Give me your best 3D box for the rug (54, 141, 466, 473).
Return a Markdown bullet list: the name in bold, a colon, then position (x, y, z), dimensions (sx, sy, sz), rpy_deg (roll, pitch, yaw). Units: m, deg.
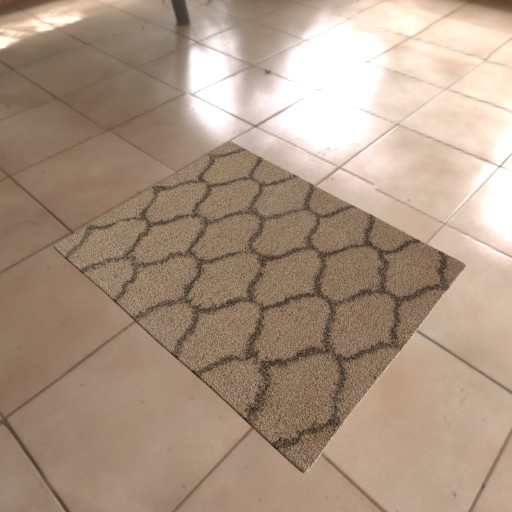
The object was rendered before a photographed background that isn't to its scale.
- **rug**: position (0.000, 0.000, 4.091), dimensions (3.000, 0.026, 2.399), rpy_deg (34, 56, 27)
